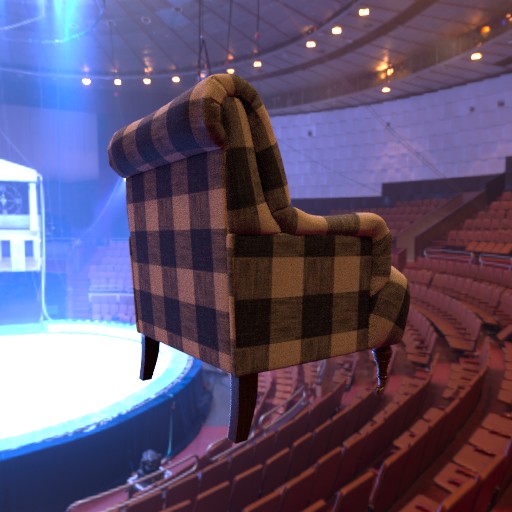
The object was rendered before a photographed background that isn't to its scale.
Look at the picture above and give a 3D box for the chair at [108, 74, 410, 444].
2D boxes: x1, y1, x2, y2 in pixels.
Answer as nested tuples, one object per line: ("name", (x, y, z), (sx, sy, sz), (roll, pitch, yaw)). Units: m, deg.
("chair", (0.000, 0.000, 1.600), (0.848, 0.953, 0.781), (-1, 2, -36))
